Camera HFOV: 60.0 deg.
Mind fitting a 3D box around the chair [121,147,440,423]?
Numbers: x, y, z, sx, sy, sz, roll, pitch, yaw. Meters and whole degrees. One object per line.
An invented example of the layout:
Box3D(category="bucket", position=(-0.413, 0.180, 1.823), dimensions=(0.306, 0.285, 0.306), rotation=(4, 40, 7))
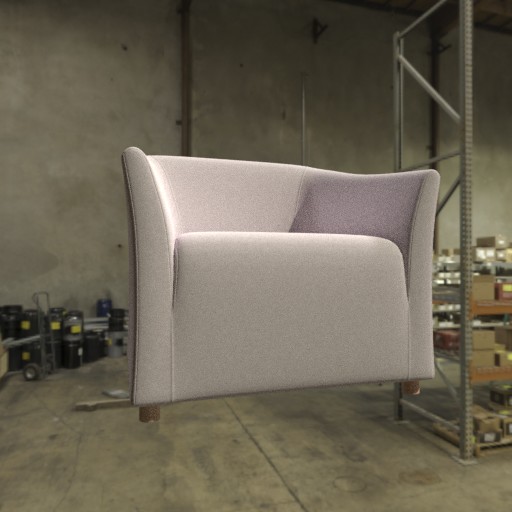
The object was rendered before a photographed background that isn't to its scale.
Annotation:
Box3D(category="chair", position=(0.000, 0.000, 1.343), dimensions=(0.790, 0.720, 0.700), rotation=(0, -1, -17))
